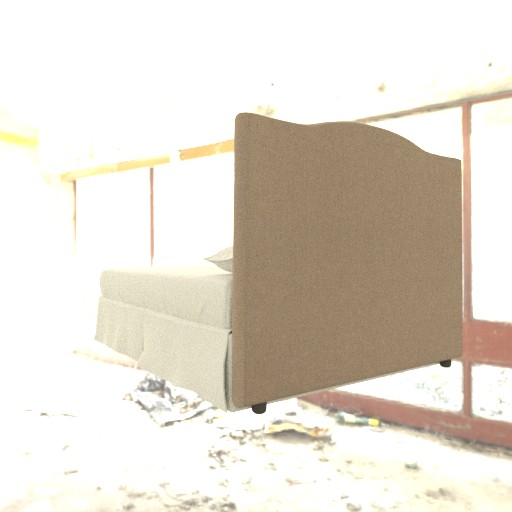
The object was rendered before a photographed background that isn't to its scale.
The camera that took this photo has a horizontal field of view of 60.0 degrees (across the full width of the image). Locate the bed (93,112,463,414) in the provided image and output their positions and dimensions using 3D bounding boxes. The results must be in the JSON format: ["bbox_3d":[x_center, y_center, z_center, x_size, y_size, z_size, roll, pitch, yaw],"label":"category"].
[{"bbox_3d":[0.000,0.000,3.341,1.821,1.436,2.282,0,0,-35],"label":"bed"}]
